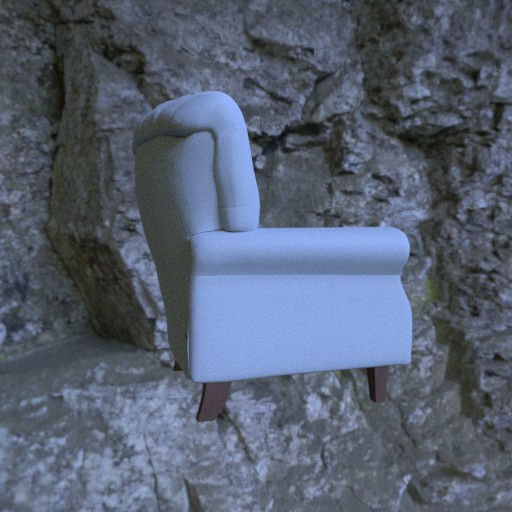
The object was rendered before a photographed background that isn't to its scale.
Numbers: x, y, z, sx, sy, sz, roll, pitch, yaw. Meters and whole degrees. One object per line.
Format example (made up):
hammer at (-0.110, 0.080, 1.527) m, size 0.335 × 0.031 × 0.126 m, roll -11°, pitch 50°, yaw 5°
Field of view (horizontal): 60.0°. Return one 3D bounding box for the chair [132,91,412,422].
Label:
chair at (0.000, 0.000, 2.098) m, size 1.128 × 1.217 × 1.090 m, roll 0°, pitch 0°, yaw -17°
